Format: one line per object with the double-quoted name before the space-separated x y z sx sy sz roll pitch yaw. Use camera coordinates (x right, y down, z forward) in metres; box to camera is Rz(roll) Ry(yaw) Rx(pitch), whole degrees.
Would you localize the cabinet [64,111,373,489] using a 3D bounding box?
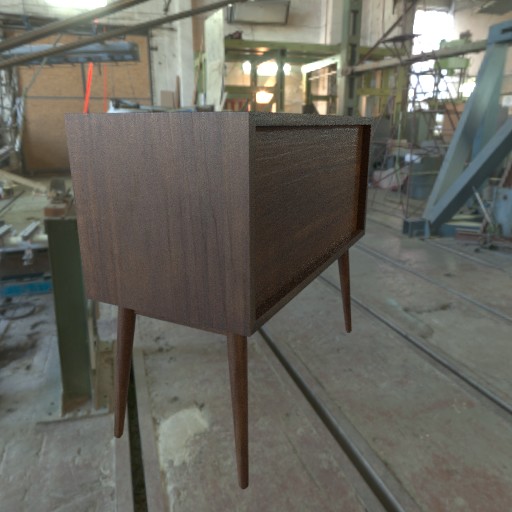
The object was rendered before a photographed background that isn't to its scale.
"cabinet" 0.000 0.000 1.084 0.354 0.654 0.743 8 19 26
